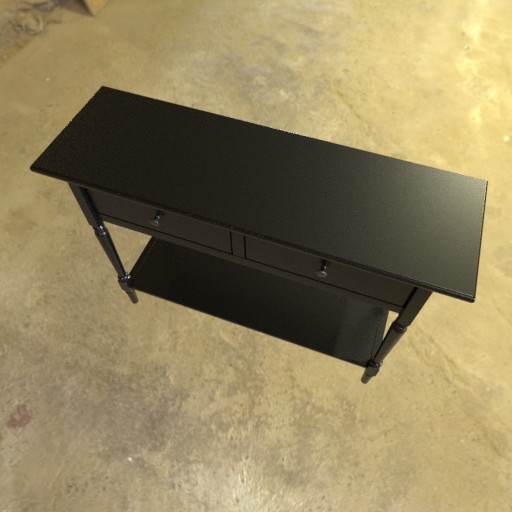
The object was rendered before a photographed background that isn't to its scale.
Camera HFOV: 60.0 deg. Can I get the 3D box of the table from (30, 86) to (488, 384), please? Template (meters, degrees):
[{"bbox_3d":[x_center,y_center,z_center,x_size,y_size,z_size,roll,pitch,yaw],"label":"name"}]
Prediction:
[{"bbox_3d":[0.000,0.000,1.543,1.191,0.819,0.386,17,58,11],"label":"table"}]
